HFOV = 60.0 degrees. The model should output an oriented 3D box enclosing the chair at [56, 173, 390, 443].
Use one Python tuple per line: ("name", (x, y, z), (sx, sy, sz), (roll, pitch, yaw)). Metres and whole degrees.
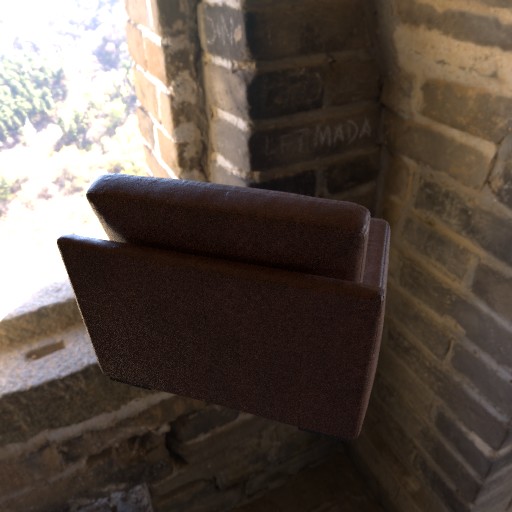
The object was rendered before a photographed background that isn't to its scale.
("chair", (0.000, 0.000, 1.991), (1.168, 0.939, 1.143), (9, 32, 15))
